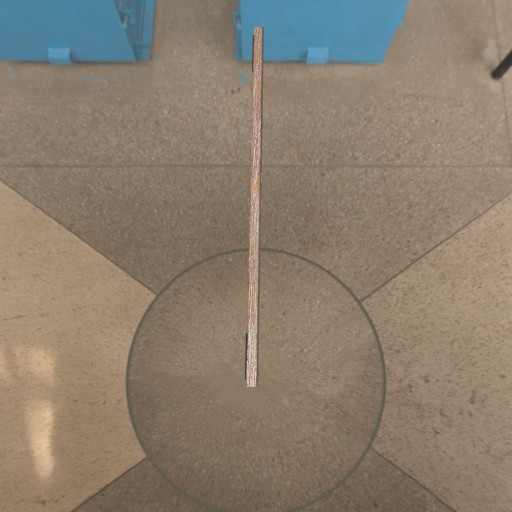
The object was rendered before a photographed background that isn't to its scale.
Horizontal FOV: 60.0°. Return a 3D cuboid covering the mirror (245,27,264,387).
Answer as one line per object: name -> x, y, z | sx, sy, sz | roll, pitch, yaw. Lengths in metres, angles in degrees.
mirror -> 0.000, 0.000, 1.296 | 0.025, 0.996, 0.705 | 1, 75, 0
